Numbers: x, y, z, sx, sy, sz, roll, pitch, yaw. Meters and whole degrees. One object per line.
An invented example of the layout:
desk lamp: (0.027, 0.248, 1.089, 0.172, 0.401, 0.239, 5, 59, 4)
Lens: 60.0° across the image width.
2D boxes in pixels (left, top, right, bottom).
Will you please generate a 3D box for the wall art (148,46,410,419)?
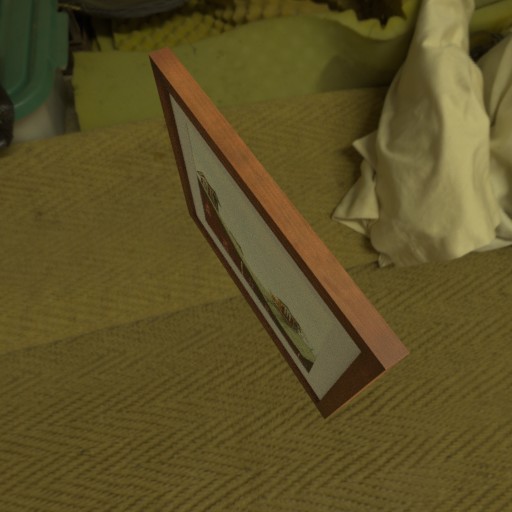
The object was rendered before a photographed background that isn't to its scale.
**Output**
wall art: (0.000, 0.000, 0.773, 0.033, 0.457, 0.558, -29, 67, -14)
